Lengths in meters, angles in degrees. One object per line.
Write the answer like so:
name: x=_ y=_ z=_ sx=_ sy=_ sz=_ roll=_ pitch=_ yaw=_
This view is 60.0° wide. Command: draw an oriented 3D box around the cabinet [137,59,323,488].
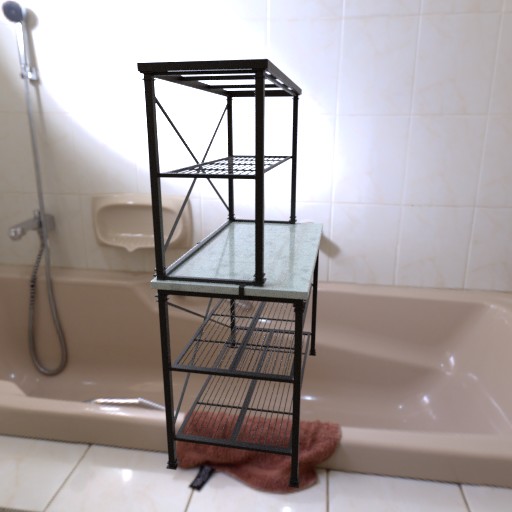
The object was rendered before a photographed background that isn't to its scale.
cabinet: x=0.000 y=0.000 z=2.227 sx=0.610 sy=1.659 sz=1.210 roll=3 pitch=16 yaw=10
